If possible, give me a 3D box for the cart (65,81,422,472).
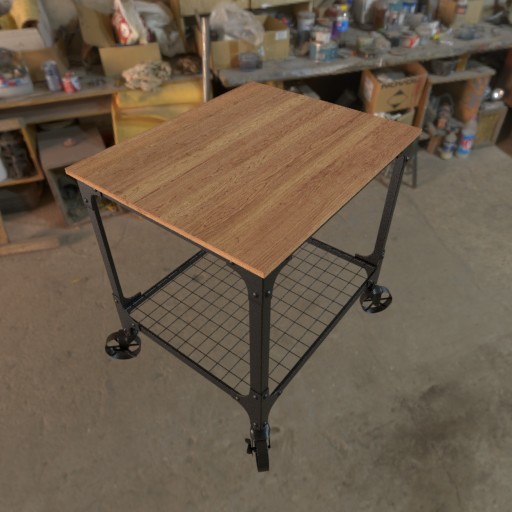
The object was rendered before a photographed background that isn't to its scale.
[{"bbox_3d":[0.000,0.000,1.121,0.558,0.603,0.666,27,48,27],"label":"cart"}]
